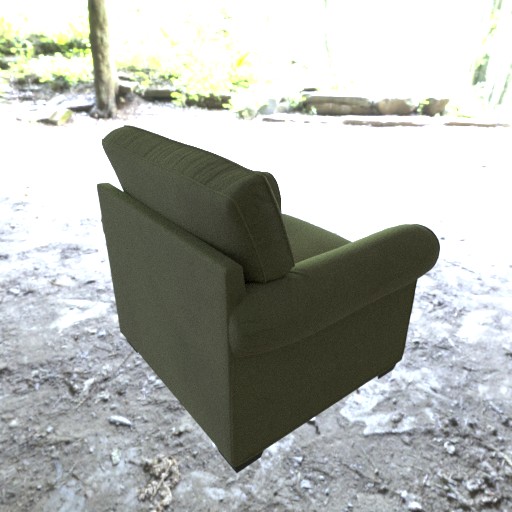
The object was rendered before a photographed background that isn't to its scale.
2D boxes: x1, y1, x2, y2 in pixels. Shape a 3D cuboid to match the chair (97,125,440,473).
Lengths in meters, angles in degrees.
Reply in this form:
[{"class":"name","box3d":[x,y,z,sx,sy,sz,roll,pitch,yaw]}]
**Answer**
[{"class":"chair","box3d":[0.000,0.000,1.869,0.939,1.044,1.147,-19,32,-33]}]
